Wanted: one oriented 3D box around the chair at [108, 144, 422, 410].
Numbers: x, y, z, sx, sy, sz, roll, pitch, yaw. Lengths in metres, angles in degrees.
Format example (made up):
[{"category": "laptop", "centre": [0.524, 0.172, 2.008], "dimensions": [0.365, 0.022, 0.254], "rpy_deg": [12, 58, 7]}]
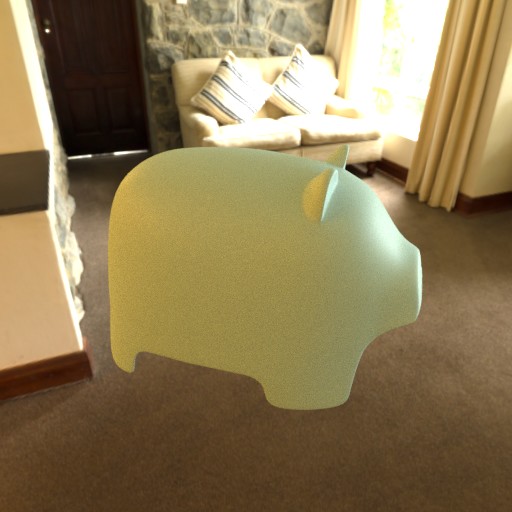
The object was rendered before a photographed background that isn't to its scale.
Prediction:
[{"category": "chair", "centre": [0.000, 0.000, 0.860], "dimensions": [0.619, 0.423, 0.364], "rpy_deg": [9, 31, 16]}]
